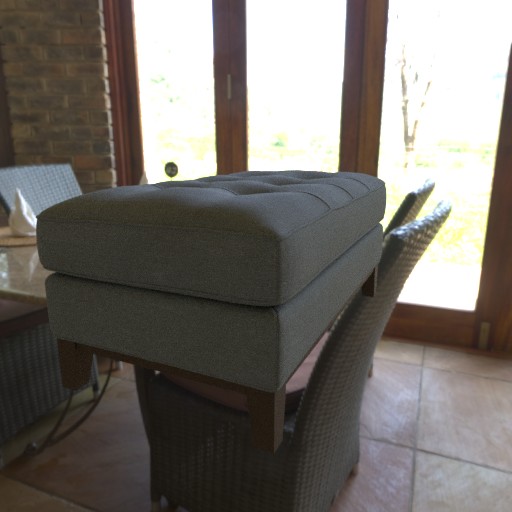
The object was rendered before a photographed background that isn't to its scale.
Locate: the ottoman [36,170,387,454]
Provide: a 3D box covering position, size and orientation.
[{"bbox_3d":[0.000,0.000,1.444,0.648,0.514,1.143,7,16,25],"label":"ottoman"}]
